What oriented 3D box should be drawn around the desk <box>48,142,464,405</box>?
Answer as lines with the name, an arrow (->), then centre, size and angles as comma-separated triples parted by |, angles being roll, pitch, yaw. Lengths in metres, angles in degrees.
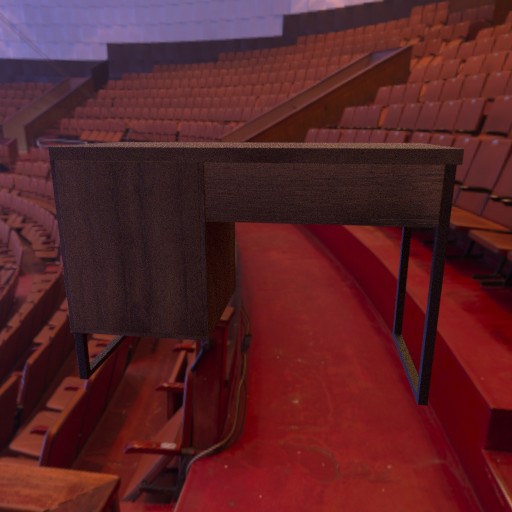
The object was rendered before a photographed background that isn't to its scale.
desk -> 0.000, 0.000, 1.541 | 1.134, 0.752, 0.511 | 2, 16, 7
